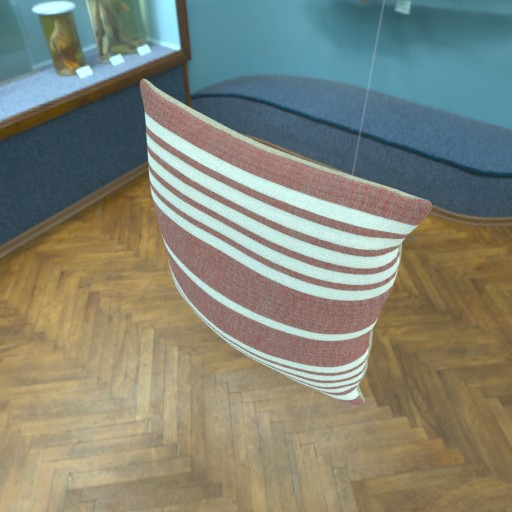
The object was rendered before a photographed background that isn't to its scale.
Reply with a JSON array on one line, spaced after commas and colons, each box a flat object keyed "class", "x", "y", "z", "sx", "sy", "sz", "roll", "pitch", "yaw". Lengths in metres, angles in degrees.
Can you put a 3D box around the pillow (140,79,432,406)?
[{"class": "pillow", "x": 0.000, "y": 0.000, "z": 0.667, "sx": 0.439, "sy": 0.427, "sz": 0.182, "roll": 30, "pitch": 52, "yaw": 27}]
